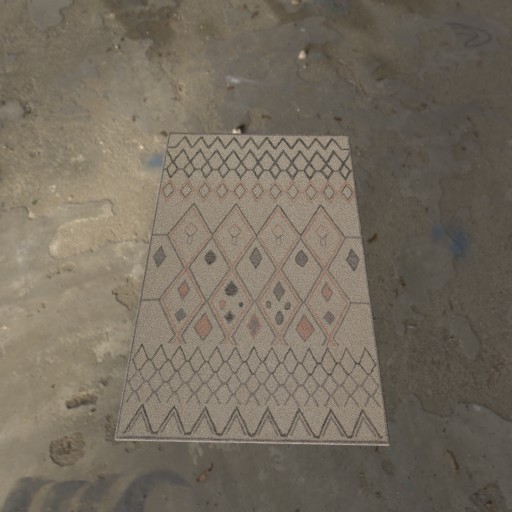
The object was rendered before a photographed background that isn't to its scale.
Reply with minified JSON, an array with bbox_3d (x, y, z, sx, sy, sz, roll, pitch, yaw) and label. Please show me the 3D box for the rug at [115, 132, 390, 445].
[{"bbox_3d":[0.000,0.000,3.097,1.524,0.015,2.438,1,58,1],"label":"rug"}]
